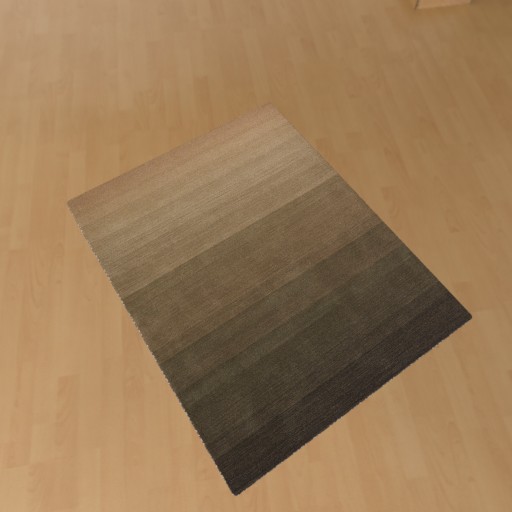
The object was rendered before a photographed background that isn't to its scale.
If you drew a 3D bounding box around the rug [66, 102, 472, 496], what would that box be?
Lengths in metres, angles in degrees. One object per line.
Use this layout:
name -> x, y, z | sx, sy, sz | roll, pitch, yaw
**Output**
rug -> 0.000, 0.000, 3.847 | 2.306, 0.017, 2.902 | -31, 67, -15
